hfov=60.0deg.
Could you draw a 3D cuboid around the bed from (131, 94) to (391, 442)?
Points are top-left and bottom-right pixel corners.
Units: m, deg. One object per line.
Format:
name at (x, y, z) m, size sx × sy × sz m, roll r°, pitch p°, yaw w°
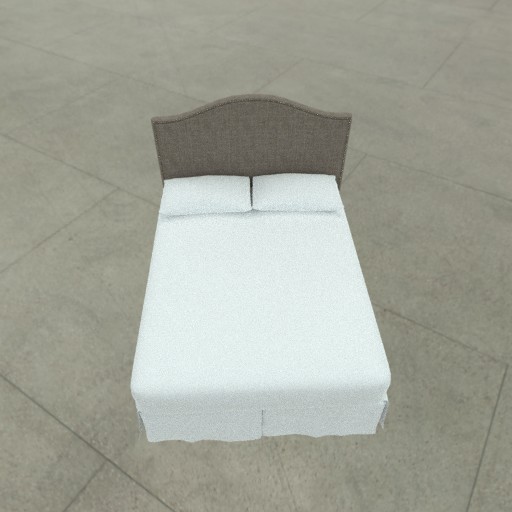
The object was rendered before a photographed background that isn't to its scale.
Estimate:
bed at (0.000, 0.000, 3.291) m, size 1.713 × 1.518 × 2.153 m, roll -2°, pitch 45°, yaw -2°
